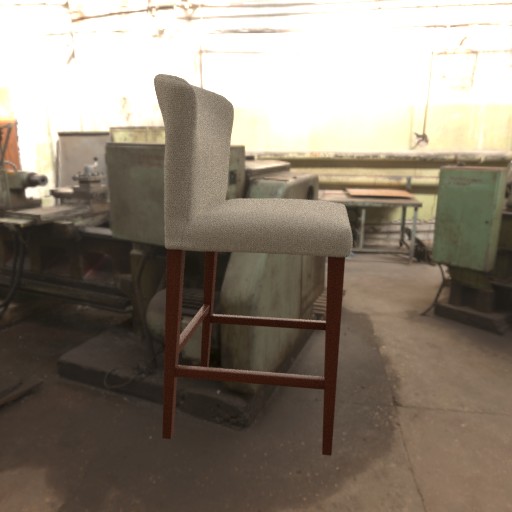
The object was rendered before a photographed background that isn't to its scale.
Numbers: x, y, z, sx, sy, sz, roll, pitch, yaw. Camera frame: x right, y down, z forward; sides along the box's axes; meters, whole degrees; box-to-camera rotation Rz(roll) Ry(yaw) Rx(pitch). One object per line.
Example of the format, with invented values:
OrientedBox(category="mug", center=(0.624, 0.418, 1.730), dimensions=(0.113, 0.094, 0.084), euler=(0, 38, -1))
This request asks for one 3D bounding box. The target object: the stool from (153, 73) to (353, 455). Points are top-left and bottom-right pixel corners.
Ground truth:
OrientedBox(category="stool", center=(0.000, 0.000, 1.401), dimensions=(0.568, 1.069, 0.481), euler=(2, 15, 9))
